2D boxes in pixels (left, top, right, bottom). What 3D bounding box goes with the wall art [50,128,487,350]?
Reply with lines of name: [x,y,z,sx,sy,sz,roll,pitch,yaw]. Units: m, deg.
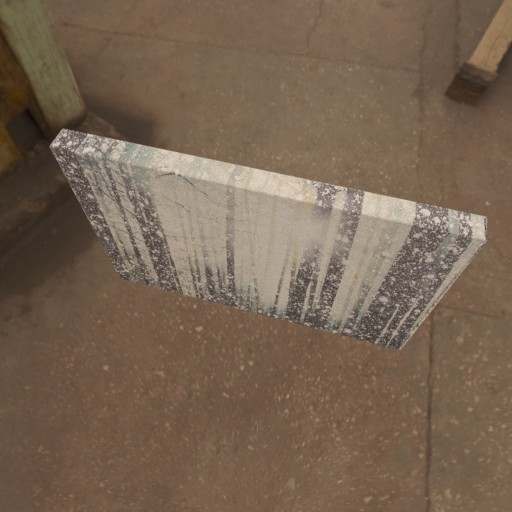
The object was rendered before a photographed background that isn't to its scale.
wall art: [0.000,0.000,0.781,0.618,0.398,0.042,14,59,8]
